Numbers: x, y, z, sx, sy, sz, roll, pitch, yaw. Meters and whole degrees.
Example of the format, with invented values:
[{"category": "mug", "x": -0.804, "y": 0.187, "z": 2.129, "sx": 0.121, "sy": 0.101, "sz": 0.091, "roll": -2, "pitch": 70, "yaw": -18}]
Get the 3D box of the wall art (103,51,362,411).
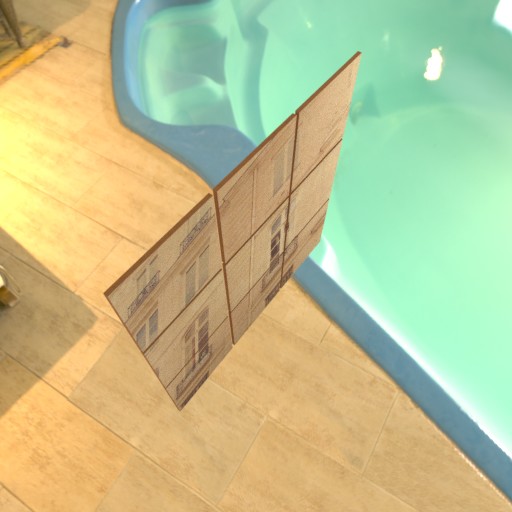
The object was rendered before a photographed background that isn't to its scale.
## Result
[{"category": "wall art", "x": 0.000, "y": 0.000, "z": 1.386, "sx": 0.018, "sy": 0.913, "sz": 0.915, "roll": 33, "pitch": 64, "yaw": 19}]
